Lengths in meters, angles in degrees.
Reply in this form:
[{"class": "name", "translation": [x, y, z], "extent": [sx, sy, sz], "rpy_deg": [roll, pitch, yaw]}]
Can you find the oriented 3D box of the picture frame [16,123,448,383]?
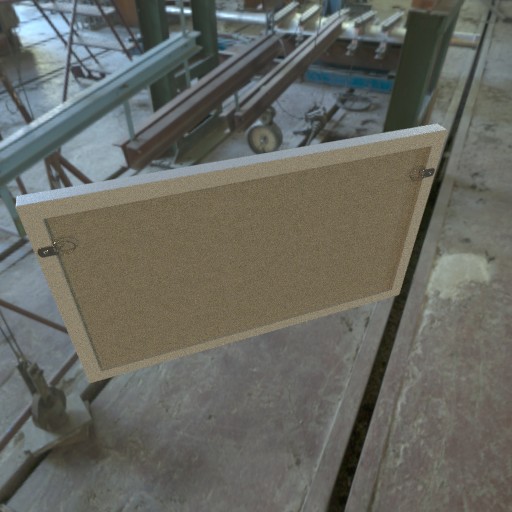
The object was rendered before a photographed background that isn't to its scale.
[{"class": "picture frame", "translation": [0.000, 0.000, 0.768], "extent": [0.647, 0.379, 0.044], "rpy_deg": [-13, 42, -15]}]
